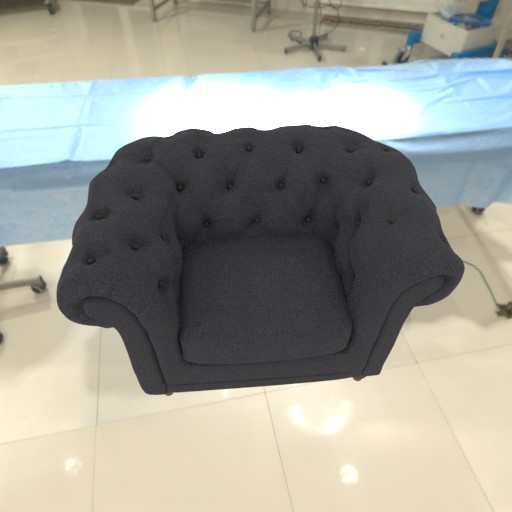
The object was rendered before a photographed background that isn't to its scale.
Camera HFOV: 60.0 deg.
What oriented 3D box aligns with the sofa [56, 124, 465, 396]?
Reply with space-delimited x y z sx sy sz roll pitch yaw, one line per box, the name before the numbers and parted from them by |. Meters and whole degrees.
sofa | 0.000 0.000 2.022 1.405 0.878 1.032 -3 47 -3
